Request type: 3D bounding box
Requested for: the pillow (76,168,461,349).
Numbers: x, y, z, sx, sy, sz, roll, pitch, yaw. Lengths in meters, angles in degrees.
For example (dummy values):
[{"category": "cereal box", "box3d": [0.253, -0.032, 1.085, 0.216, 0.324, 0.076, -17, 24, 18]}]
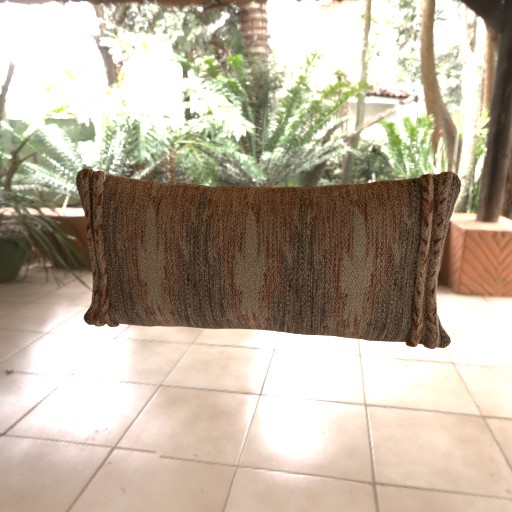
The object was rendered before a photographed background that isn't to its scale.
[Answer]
[{"category": "pillow", "box3d": [0.000, 0.000, 0.734, 0.635, 0.282, 0.139, 2, 14, 9]}]
